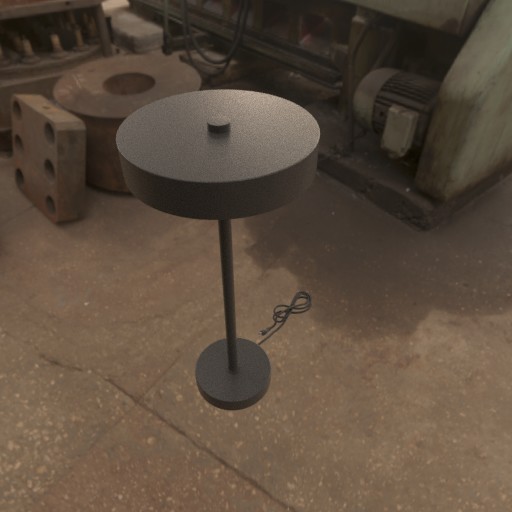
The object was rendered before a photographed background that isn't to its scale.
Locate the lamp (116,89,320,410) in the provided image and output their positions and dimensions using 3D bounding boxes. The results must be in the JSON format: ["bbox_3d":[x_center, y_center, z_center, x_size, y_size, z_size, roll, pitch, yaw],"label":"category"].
[{"bbox_3d":[0.000,0.000,0.709,0.229,0.508,0.369,26,48,26],"label":"lamp"}]
